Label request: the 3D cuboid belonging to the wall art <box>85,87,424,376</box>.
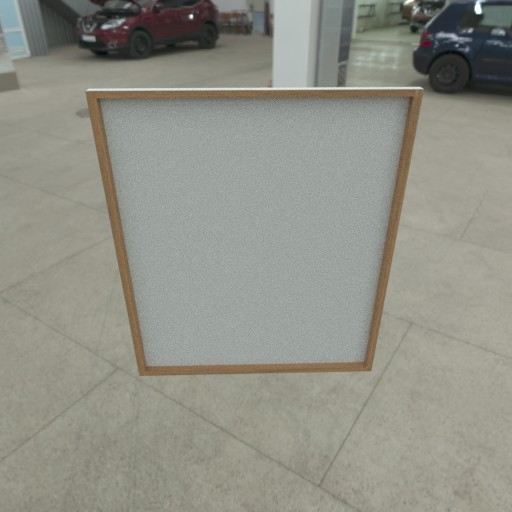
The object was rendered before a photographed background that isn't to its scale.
[{"bbox_3d":[0.000,0.000,0.989,0.609,0.710,0.021,-1,31,-1],"label":"wall art"}]
